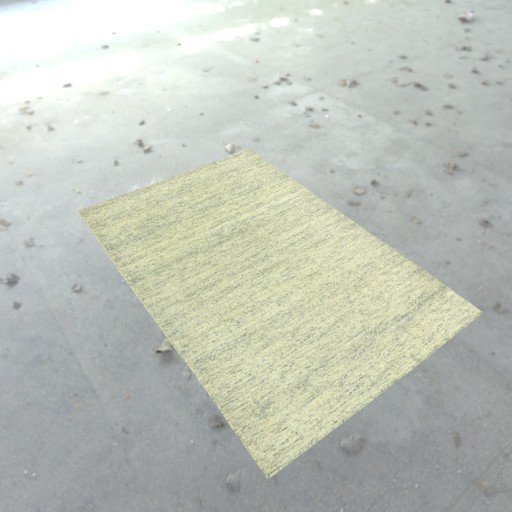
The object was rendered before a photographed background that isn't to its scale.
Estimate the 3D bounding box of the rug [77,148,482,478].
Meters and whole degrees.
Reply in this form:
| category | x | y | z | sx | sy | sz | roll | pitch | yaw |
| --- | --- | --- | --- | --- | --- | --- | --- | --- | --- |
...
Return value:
| category | x | y | z | sx | sy | sz | roll | pitch | yaw |
| --- | --- | --- | --- | --- | --- | --- | --- | --- | --- |
| rug | 0.000 | 0.000 | 2.304 | 1.243 | 0.014 | 1.846 | -26 | 49 | -26 |
